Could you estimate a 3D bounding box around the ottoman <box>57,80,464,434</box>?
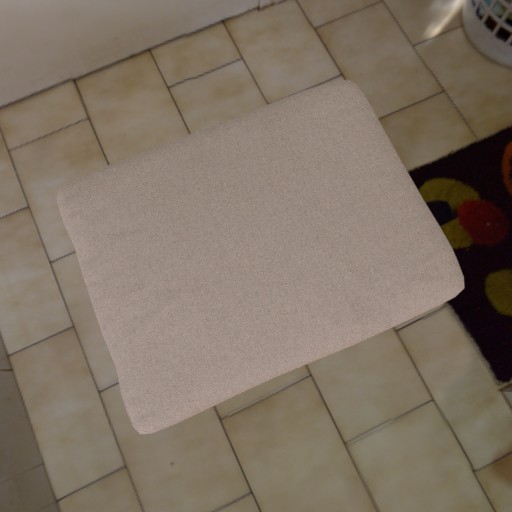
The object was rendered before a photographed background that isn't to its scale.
[{"bbox_3d":[0.000,0.000,1.328,0.902,0.511,0.692,-23,76,-6],"label":"ottoman"}]
